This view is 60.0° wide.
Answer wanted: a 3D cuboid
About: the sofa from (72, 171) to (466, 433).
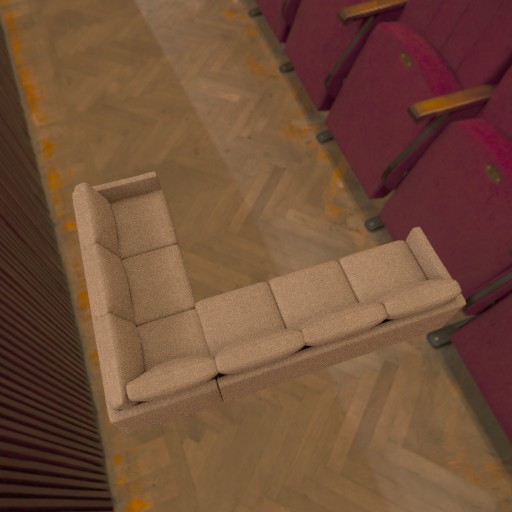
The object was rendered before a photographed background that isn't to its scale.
[{"bbox_3d":[0.000,0.000,4.605,3.333,0.934,2.522,-16,62,-9],"label":"sofa"}]
